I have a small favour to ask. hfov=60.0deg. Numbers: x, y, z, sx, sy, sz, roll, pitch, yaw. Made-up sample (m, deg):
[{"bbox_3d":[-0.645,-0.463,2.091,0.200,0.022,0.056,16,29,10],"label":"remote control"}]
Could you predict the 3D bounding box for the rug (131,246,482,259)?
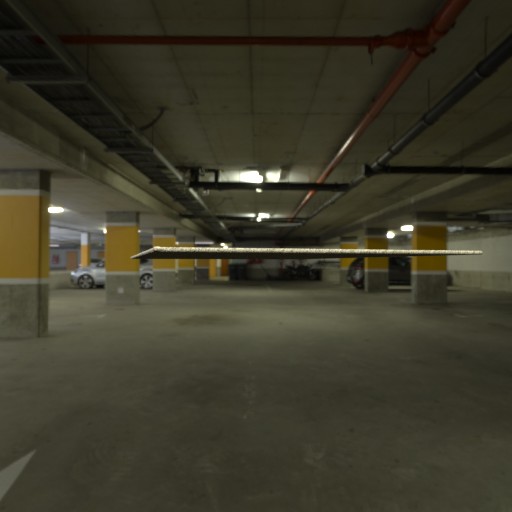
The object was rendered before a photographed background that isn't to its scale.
[{"bbox_3d":[0.000,0.000,2.355,1.224,0.016,1.832,0,-1,-18],"label":"rug"}]
